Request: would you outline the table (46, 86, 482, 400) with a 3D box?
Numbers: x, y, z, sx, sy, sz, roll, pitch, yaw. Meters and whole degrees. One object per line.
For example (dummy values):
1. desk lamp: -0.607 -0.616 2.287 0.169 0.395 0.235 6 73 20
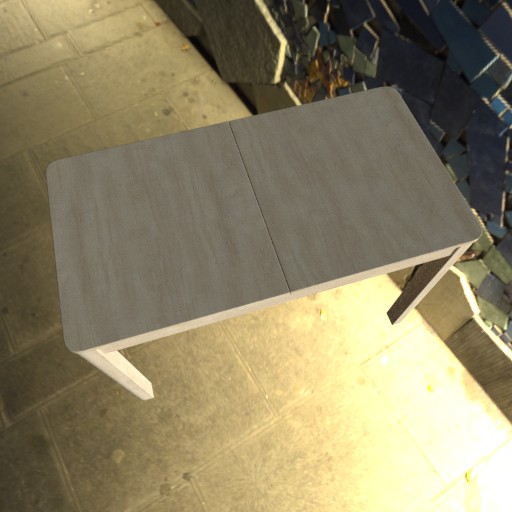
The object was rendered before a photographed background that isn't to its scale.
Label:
1. table: 0.000 0.000 1.960 1.400 0.900 0.750 -15 64 -8
